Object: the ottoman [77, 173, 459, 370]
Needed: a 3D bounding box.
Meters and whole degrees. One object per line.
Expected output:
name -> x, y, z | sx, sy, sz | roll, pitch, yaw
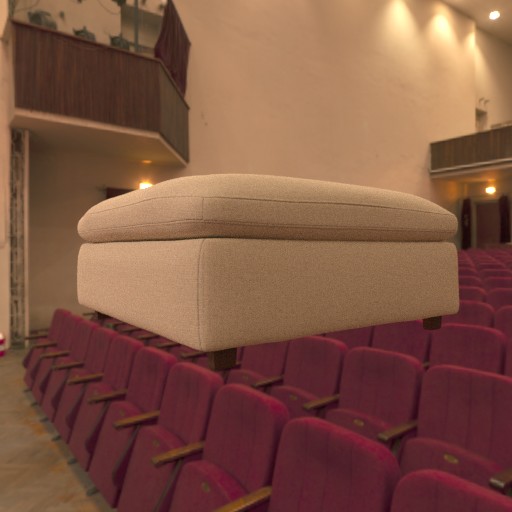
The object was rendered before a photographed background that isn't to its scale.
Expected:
ottoman -> 0.000, 0.000, 1.533 | 0.996, 0.467, 0.977 | -1, 1, -36
